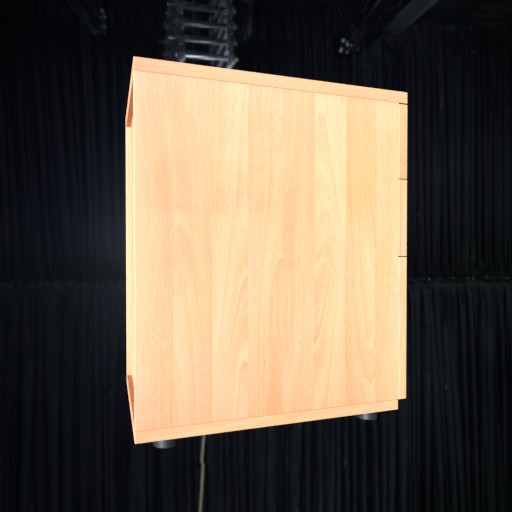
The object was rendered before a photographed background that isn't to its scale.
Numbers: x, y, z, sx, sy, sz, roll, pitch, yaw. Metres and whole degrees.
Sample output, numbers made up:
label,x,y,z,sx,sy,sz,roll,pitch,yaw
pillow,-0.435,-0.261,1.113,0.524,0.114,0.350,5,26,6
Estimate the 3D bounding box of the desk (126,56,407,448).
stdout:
label,x,y,z,sx,sy,sz,roll,pitch,yaw
desk,0.000,0.000,1.092,0.600,0.730,0.404,0,1,-18
